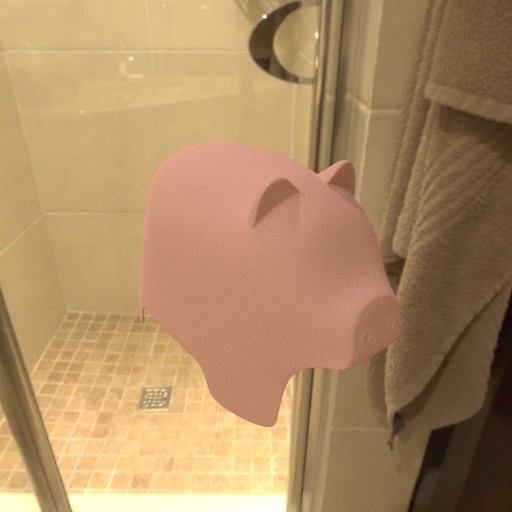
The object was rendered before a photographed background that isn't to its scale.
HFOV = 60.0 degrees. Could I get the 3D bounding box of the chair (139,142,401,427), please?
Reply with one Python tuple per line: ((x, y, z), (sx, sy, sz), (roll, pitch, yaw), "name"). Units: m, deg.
((0.000, 0.000, 0.871), (0.364, 0.423, 0.619), (-20, 34, -32), "chair")
